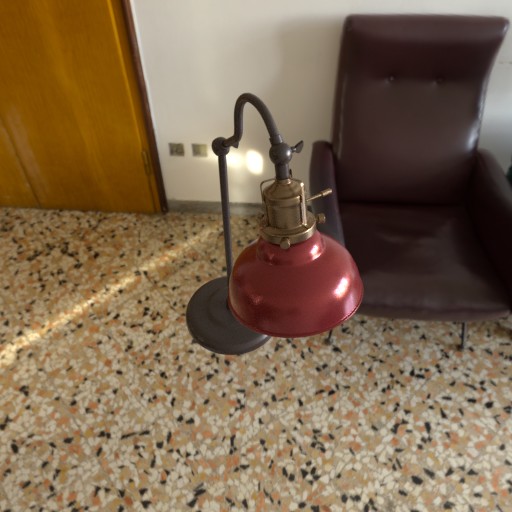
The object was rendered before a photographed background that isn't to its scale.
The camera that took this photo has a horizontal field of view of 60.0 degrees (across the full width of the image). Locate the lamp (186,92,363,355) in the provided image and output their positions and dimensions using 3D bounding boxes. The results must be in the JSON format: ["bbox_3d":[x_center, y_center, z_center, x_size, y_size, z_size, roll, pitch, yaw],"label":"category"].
[{"bbox_3d":[0.000,0.000,0.674,0.192,0.508,0.374,-24,51,-21],"label":"lamp"}]
